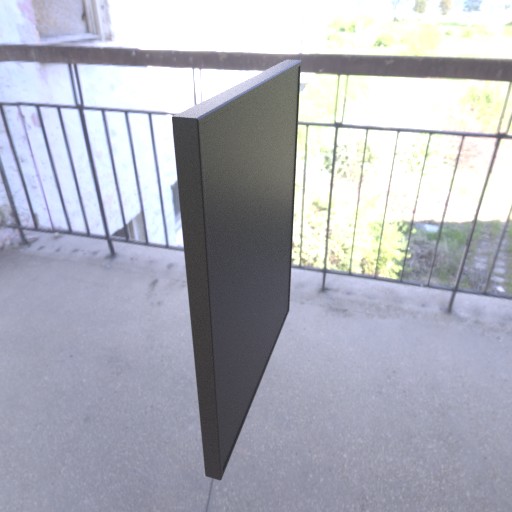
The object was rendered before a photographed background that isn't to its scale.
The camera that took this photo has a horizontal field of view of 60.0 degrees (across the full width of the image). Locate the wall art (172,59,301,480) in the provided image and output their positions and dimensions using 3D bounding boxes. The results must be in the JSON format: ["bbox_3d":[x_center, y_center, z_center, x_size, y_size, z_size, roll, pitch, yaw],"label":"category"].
[{"bbox_3d":[0.000,0.000,0.737,0.028,0.551,0.451,9,32,15],"label":"wall art"}]
